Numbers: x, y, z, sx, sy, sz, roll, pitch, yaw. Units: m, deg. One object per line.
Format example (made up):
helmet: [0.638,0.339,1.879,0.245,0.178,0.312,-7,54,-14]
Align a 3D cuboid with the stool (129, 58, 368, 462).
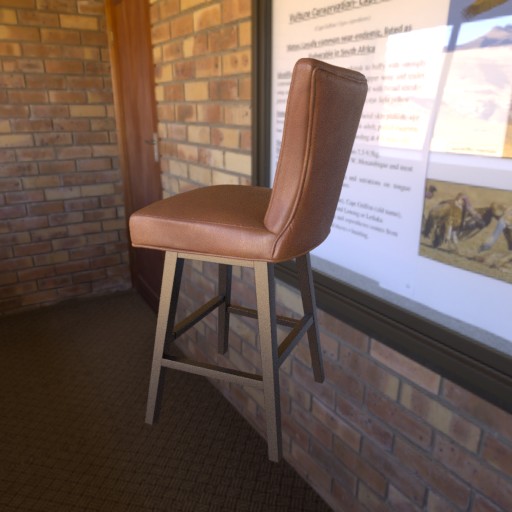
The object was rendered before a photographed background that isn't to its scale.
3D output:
stool: [0.000,0.000,1.405,0.585,1.094,0.522,8,20,24]
